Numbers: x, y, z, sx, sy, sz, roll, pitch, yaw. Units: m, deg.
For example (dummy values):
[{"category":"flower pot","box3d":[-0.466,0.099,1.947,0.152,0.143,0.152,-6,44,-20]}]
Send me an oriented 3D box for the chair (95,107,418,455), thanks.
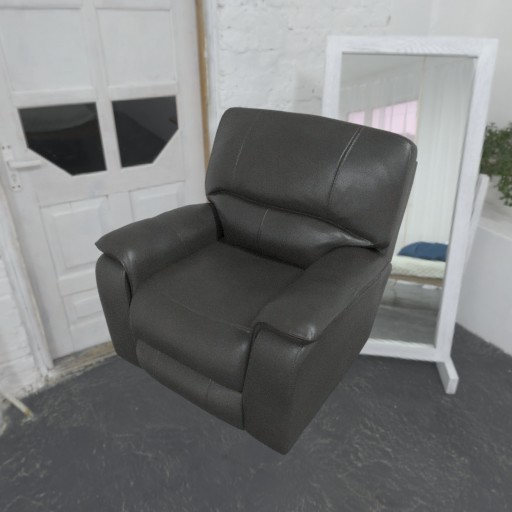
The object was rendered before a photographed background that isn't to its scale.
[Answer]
[{"category":"chair","box3d":[0.000,0.000,1.997,1.096,1.109,1.087,19,35,30]}]
